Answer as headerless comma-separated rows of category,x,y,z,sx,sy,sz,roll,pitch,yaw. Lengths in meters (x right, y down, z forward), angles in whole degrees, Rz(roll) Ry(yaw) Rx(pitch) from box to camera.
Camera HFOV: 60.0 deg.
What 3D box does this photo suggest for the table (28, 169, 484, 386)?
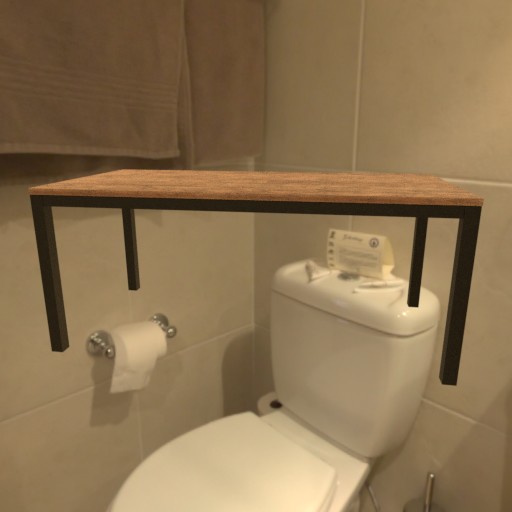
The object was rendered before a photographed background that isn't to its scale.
table,0.000,0.000,2.262,1.805,0.767,0.893,3,16,9
